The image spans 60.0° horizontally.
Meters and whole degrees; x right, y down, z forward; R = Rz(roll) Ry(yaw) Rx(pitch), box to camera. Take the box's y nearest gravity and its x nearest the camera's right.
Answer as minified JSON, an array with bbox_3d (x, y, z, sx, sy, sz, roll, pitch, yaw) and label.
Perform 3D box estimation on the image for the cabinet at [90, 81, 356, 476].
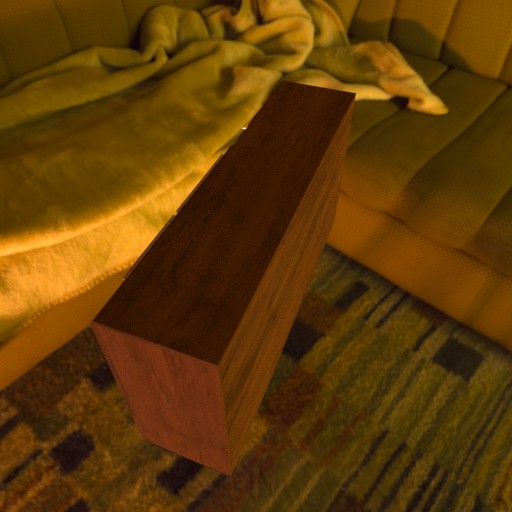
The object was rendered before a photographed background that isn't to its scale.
[{"bbox_3d":[0.000,0.000,2.016,0.420,0.900,1.600,16,48,15],"label":"cabinet"}]
